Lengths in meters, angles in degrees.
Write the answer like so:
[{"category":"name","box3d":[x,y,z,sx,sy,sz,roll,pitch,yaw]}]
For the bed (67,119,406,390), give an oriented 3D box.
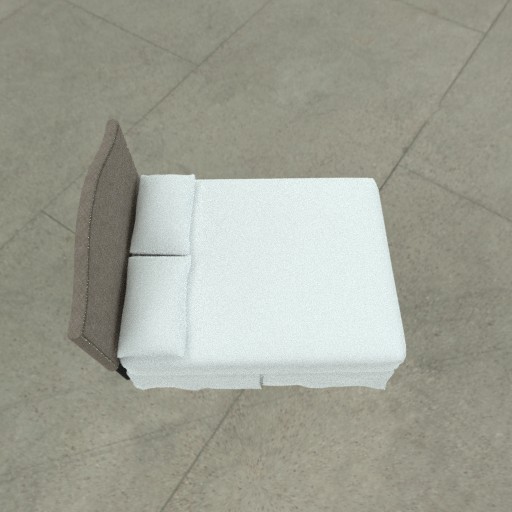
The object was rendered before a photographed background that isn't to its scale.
[{"category":"bed","box3d":[0.000,0.000,3.330,2.153,1.518,1.713,-1,62,0]}]
